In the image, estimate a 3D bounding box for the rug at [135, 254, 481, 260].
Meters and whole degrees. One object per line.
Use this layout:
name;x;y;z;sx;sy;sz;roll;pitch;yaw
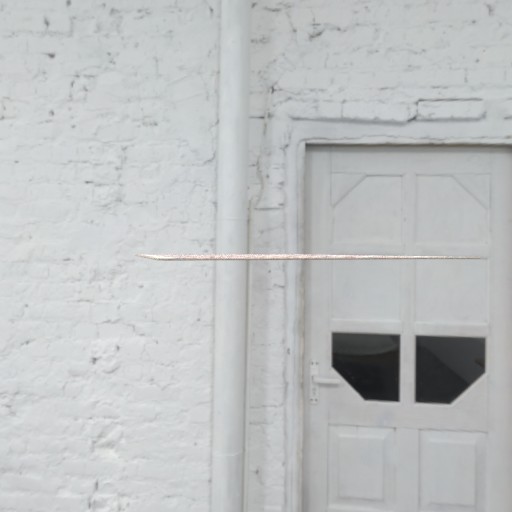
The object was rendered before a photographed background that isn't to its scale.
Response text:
rug;0.000;0.000;3.077;1.545;0.010;2.440;0;1;-17
